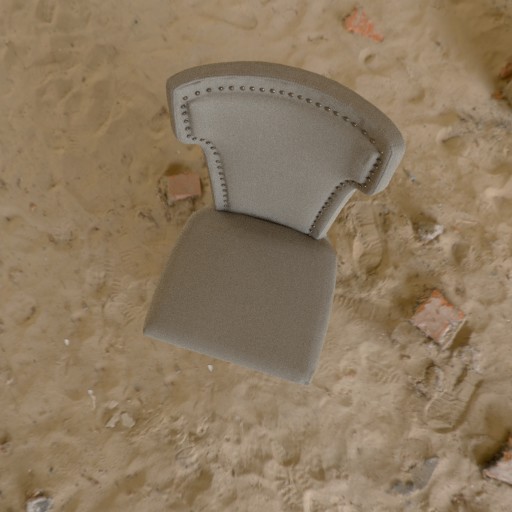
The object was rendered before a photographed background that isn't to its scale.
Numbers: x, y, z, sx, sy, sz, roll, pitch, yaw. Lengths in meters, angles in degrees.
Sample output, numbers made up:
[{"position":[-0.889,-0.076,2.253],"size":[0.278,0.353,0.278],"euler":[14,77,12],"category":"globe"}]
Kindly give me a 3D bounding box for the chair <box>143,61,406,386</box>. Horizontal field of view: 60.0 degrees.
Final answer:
[{"position":[0.000,0.000,1.306],"size":[0.526,0.955,0.630],"euler":[17,77,4],"category":"chair"}]
